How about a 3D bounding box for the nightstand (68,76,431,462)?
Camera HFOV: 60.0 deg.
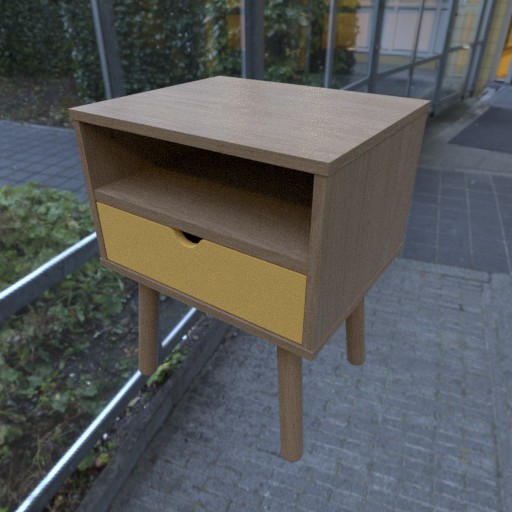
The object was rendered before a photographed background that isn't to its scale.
[{"bbox_3d":[0.000,0.000,0.863,0.450,0.571,0.380,19,36,29],"label":"nightstand"}]
